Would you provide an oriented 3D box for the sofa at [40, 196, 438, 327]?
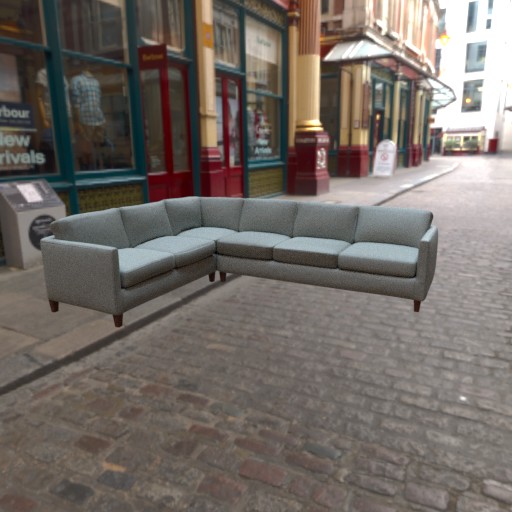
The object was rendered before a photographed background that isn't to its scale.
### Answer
[{"bbox_3d":[0.000,0.000,4.580,3.301,0.947,2.592,7,15,26],"label":"sofa"}]
